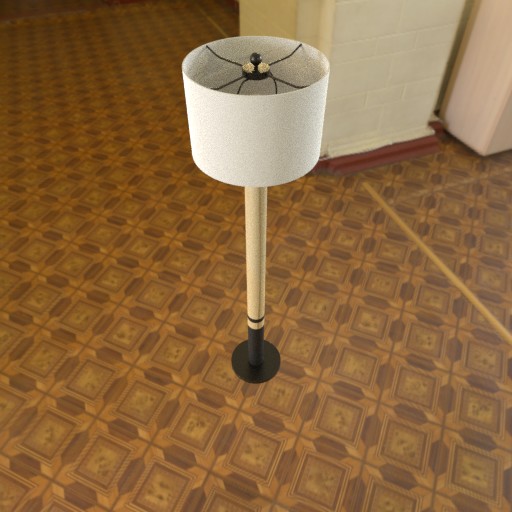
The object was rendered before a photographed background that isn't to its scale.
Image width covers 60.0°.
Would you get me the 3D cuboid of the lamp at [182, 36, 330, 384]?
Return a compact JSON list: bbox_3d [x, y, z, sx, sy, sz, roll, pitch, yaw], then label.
[{"bbox_3d":[0.000,0.000,1.658,0.381,1.478,0.381,17,48,16],"label":"lamp"}]
